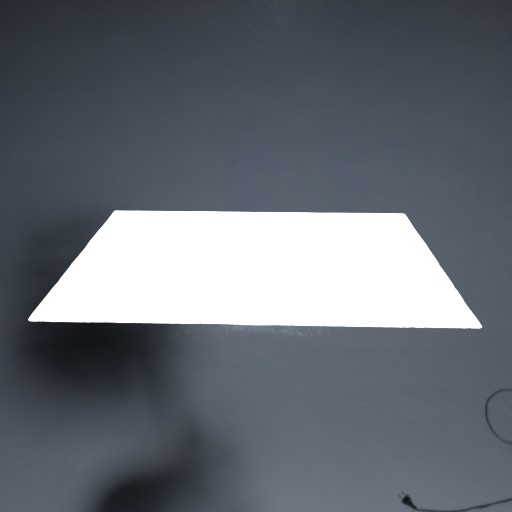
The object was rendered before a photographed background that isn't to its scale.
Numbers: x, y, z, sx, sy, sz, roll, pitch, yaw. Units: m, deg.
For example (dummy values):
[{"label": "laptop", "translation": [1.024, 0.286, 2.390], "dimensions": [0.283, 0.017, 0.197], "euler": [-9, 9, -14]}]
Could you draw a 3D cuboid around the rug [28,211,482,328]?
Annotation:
[{"label": "rug", "translation": [0.000, 0.000, 3.046], "dimensions": [2.442, 0.010, 1.546], "euler": [1, 28, 1]}]
